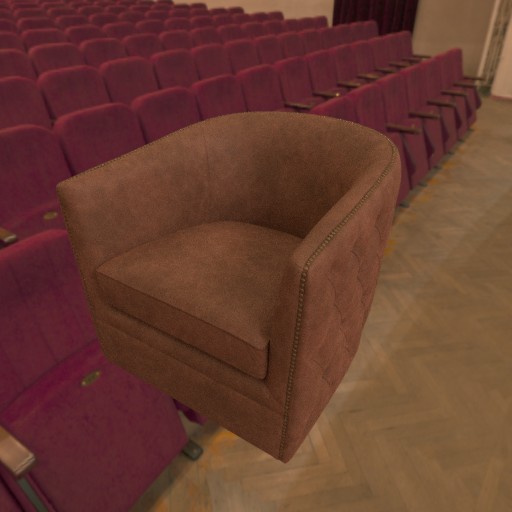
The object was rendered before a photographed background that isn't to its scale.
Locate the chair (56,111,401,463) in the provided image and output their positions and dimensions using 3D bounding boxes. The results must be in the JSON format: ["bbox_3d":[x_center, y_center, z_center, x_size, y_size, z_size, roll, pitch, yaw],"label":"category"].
[{"bbox_3d":[0.000,0.000,1.534,0.850,0.790,0.870,19,36,28],"label":"chair"}]
